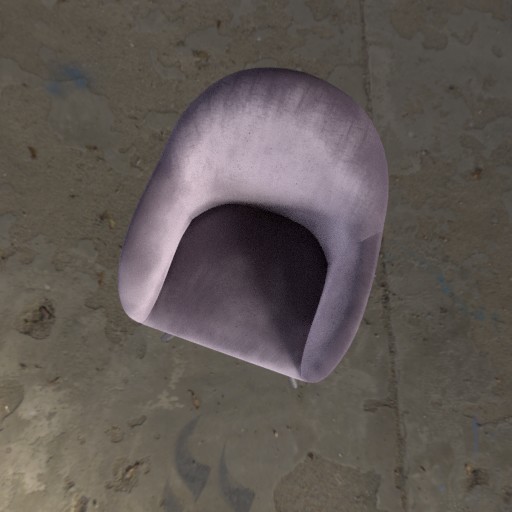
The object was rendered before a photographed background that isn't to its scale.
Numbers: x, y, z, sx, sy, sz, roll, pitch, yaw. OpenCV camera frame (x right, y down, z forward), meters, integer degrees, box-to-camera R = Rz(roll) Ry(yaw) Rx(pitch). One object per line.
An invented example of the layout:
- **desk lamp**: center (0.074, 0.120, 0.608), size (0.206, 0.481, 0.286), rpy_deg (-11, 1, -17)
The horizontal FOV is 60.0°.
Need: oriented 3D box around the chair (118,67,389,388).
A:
- **chair**: center (0.000, 0.000, 1.180), size (0.550, 0.795, 0.590), rpy_deg (19, 77, 5)
